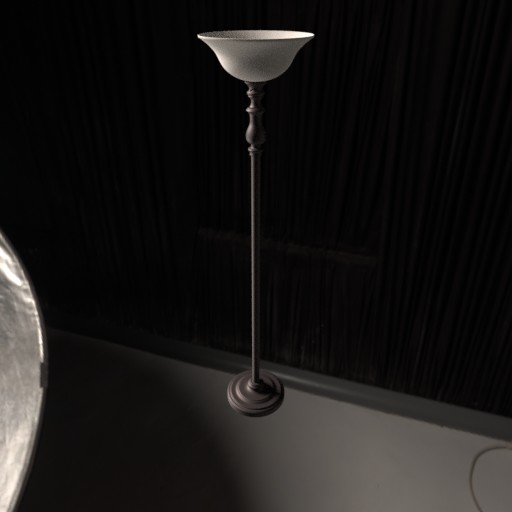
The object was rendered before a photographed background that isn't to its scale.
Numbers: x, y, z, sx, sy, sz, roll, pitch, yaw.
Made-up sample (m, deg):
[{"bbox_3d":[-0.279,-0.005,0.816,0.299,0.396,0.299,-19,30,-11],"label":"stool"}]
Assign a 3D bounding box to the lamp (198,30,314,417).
[{"bbox_3d":[0.000,0.000,2.004,0.405,1.797,0.405,9,32,15],"label":"lamp"}]
